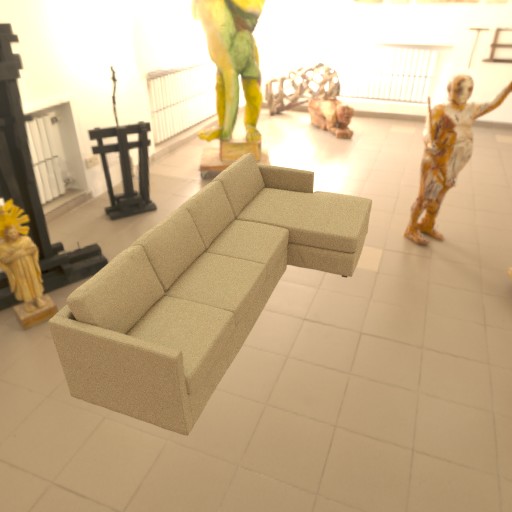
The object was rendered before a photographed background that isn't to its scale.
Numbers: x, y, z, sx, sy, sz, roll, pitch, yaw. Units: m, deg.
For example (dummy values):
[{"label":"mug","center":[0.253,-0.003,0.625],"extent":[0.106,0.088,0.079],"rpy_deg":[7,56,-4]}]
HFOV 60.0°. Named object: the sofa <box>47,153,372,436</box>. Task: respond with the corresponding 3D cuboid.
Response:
[{"label":"sofa","center":[0.000,0.000,3.927],"extent":[1.622,0.867,3.177],"rpy_deg":[11,33,17]}]
